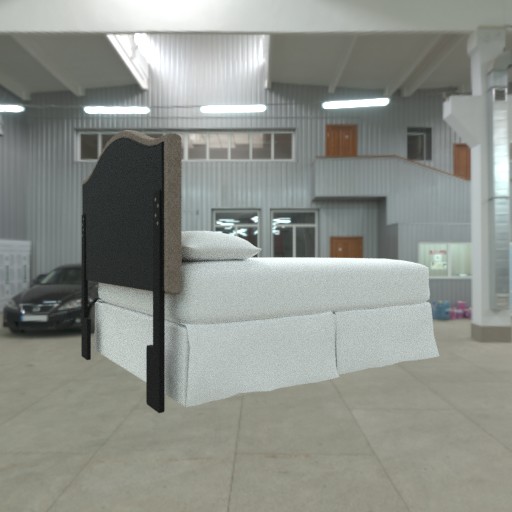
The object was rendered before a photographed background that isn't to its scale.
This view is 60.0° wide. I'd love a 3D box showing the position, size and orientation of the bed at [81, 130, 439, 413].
[{"bbox_3d":[0.000,0.000,3.342,2.153,1.518,1.713,0,0,-35],"label":"bed"}]
